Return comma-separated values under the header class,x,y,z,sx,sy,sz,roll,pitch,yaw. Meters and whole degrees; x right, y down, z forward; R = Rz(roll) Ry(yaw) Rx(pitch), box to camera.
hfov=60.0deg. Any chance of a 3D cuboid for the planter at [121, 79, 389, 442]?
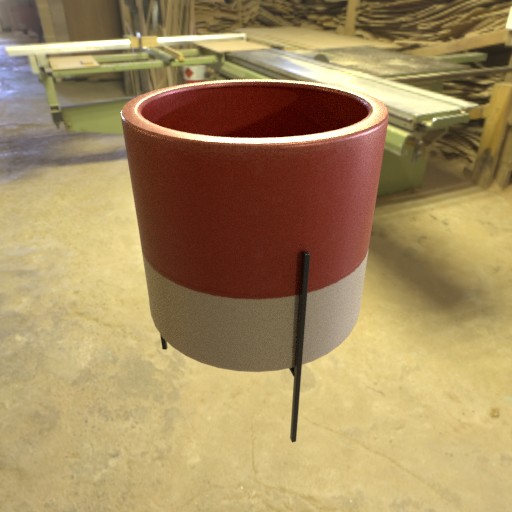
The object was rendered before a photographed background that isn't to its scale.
class,x,y,z,sx,sy,sz,roll,pitch,yaw
planter,0.000,0.000,0.699,0.345,0.465,0.354,-10,33,-16
